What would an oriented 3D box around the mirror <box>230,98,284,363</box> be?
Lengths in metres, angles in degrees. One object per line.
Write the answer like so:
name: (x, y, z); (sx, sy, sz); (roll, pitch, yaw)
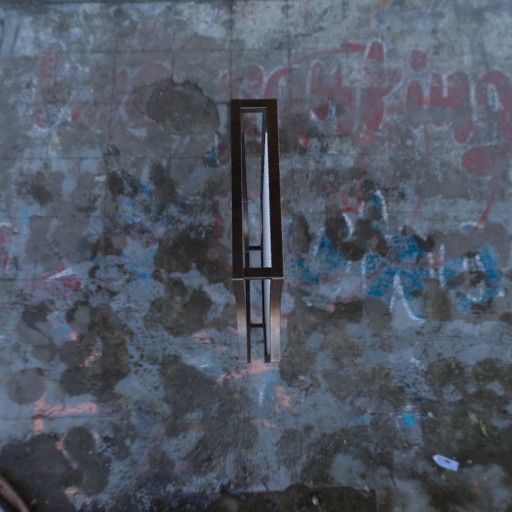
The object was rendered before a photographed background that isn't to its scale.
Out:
mirror: (0.000, 0.000, 0.984); (0.066, 0.811, 0.462); (-1, 76, 0)
